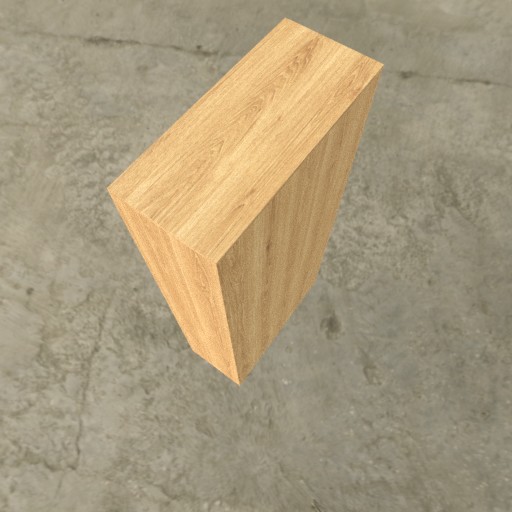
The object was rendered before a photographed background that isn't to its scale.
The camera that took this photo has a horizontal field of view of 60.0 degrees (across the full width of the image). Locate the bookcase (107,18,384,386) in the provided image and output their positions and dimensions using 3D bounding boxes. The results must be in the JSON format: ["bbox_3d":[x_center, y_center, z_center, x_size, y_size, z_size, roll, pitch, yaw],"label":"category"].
[{"bbox_3d":[0.000,0.000,2.351,0.420,2.020,0.950,33,69,15],"label":"bookcase"}]
